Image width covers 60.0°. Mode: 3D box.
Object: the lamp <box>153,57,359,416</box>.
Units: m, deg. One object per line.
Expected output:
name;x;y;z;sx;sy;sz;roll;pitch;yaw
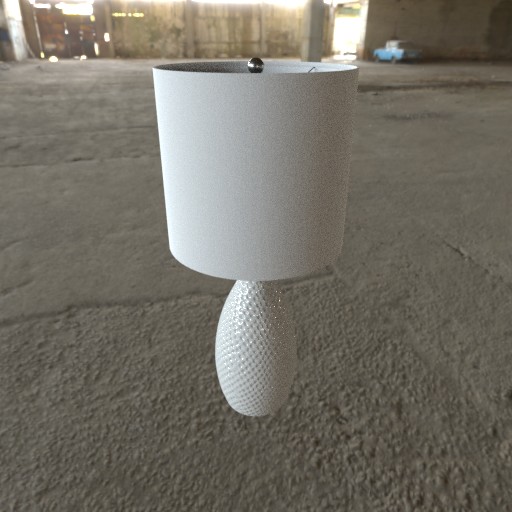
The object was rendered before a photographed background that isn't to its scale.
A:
lamp;0.000;0.000;0.569;0.214;0.466;0.214;-8;27;-16
